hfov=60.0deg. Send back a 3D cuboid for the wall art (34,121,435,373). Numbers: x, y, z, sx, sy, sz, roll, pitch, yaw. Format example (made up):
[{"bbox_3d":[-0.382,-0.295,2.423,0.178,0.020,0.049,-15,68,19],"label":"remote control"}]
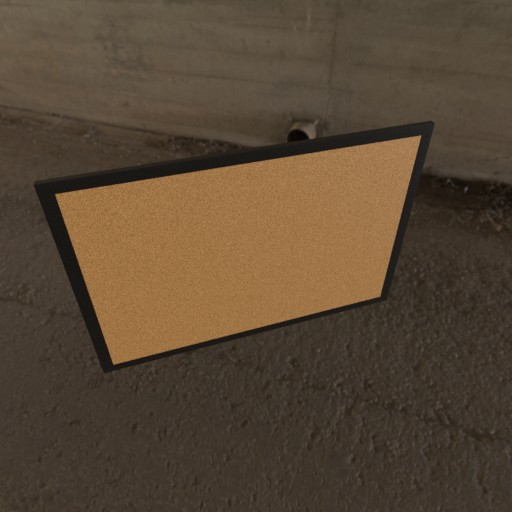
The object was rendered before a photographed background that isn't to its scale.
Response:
[{"bbox_3d":[0.000,0.000,1.051,0.819,0.552,0.015,-12,42,-14],"label":"wall art"}]
